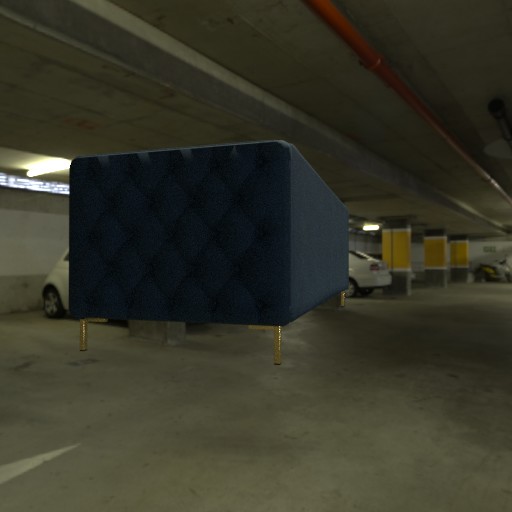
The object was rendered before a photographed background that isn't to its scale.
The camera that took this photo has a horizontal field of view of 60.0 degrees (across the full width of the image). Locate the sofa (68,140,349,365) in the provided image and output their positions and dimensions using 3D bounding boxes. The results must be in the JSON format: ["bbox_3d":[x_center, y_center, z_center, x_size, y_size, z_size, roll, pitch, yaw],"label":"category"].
[{"bbox_3d":[0.000,0.000,2.618,0.895,0.771,2.209,0,-1,17],"label":"sofa"}]
